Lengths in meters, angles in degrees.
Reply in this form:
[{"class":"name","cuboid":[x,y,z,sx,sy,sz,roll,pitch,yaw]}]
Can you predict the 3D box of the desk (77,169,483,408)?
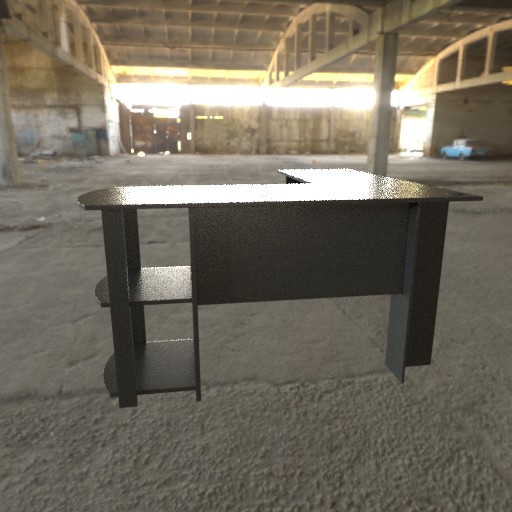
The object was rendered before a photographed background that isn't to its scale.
[{"class":"desk","cuboid":[0.000,0.000,2.119,1.361,0.716,1.303,-2,15,-9]}]
